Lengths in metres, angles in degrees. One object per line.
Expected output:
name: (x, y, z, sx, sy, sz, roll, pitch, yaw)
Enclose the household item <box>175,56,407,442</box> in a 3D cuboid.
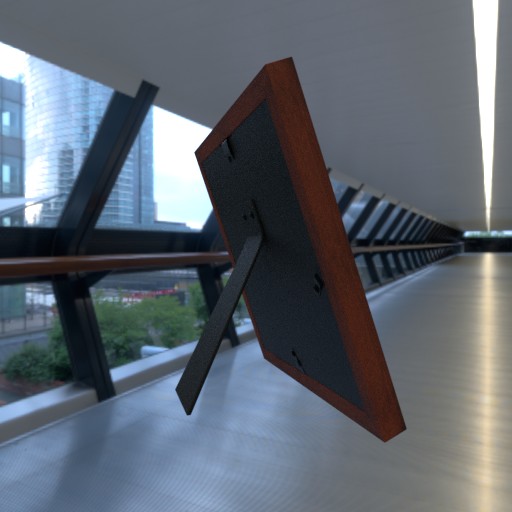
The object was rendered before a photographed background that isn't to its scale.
household item: (0.000, 0.000, 0.384, 0.131, 0.240, 0.240, 0, 0, -18)
